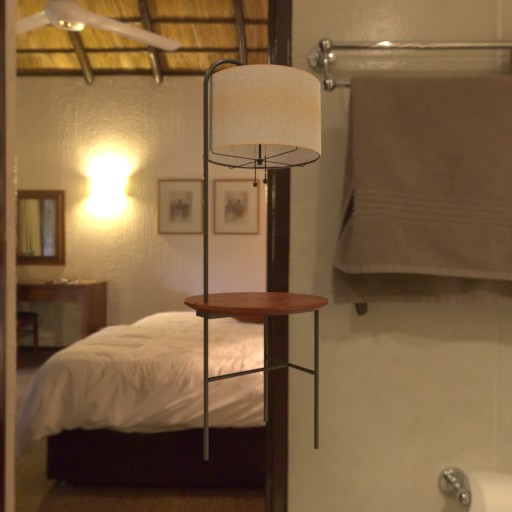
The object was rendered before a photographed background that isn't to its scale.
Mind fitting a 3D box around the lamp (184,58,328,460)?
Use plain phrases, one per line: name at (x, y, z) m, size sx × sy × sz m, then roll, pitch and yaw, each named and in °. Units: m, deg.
lamp at (0.000, 0.000, 1.780) m, size 0.573 × 1.517 × 0.573 m, roll 0°, pitch 1°, yaw 0°
